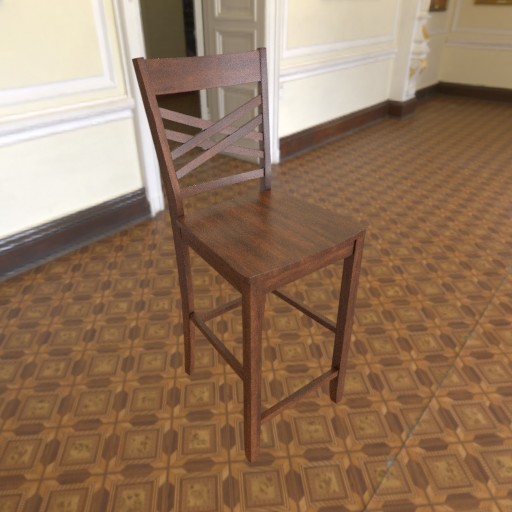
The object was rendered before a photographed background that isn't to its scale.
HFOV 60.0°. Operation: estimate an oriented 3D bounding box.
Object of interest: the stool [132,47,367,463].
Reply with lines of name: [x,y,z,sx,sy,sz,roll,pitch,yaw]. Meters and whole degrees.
stool: [0.000,0.000,1.348,0.426,1.098,0.504,-21,37,-32]
